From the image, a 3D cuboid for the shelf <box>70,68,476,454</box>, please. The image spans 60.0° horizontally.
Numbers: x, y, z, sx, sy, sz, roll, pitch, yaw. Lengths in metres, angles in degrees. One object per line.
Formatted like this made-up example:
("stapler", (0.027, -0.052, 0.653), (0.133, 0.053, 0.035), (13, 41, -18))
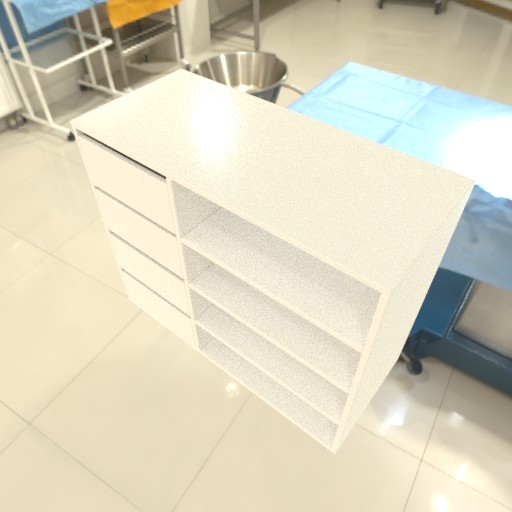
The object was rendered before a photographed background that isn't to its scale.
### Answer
("shelf", (0.000, 0.000, 1.300), (0.895, 0.732, 0.396), (30, 53, 26))
